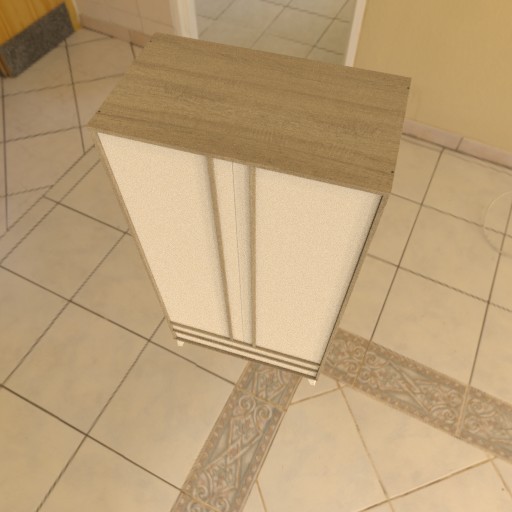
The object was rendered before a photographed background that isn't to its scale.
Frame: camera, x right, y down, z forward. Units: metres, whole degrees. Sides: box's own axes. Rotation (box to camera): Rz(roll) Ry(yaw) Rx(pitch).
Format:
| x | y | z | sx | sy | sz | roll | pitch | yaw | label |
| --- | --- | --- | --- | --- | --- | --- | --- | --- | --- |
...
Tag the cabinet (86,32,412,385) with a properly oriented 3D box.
| x | y | z | sx | sy | sz | roll | pitch | yaw | label |
| --- | --- | --- | --- | --- | --- | --- | --- | --- | --- |
| 0.000 | 0.000 | 2.378 | 1.006 | 1.999 | 0.571 | 14 | 59 | 9 | cabinet |
